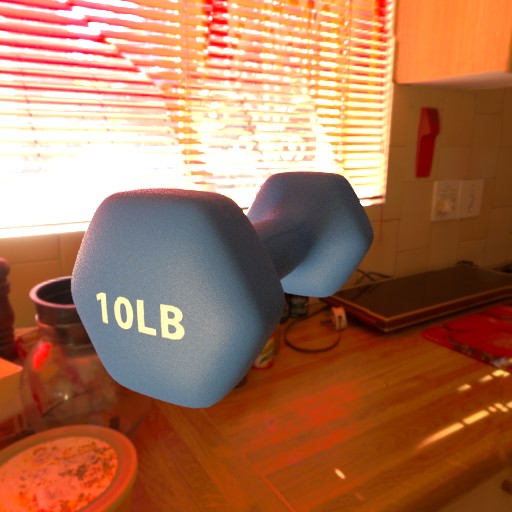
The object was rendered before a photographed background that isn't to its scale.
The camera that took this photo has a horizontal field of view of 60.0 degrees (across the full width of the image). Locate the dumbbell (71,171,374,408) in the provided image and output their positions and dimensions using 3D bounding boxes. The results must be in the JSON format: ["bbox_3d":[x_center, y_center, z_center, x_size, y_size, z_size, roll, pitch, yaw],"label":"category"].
[{"bbox_3d":[0.000,0.000,0.267,0.103,0.093,0.212,7,16,27],"label":"dumbbell"}]
